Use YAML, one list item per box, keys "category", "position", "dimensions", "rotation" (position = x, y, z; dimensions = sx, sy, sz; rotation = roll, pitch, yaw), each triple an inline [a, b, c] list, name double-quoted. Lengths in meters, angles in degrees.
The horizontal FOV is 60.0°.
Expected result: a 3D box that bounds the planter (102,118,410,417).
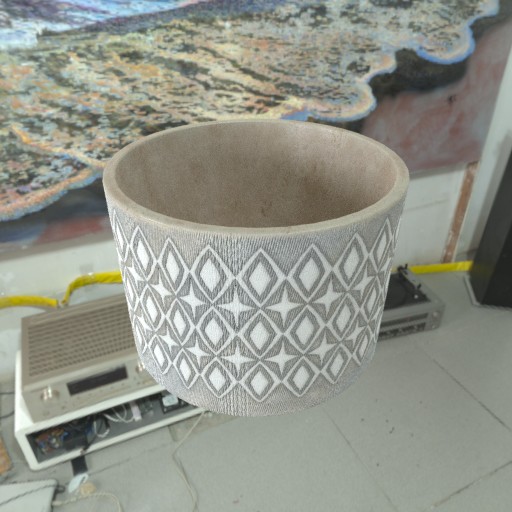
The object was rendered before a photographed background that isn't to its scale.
- category: "planter"
  position: [0.000, 0.000, 0.281]
  dimensions: [0.164, 0.127, 0.164]
  rotation: [0, 33, 0]
